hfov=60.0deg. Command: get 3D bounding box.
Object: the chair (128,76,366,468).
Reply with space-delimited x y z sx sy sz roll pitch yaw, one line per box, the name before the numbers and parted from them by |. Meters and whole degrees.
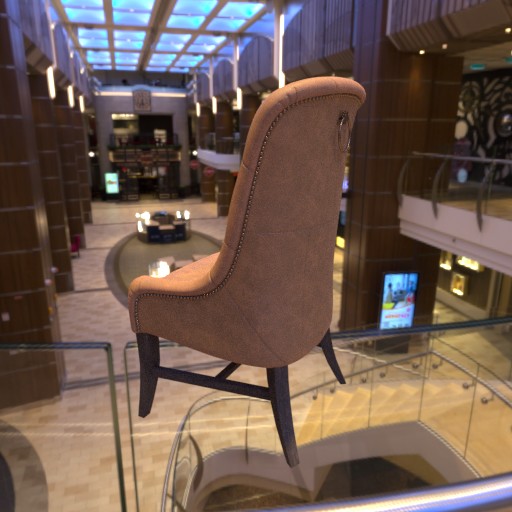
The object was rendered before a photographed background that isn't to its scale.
chair | 0.000 0.000 1.494 0.629 1.091 0.634 8 18 26
